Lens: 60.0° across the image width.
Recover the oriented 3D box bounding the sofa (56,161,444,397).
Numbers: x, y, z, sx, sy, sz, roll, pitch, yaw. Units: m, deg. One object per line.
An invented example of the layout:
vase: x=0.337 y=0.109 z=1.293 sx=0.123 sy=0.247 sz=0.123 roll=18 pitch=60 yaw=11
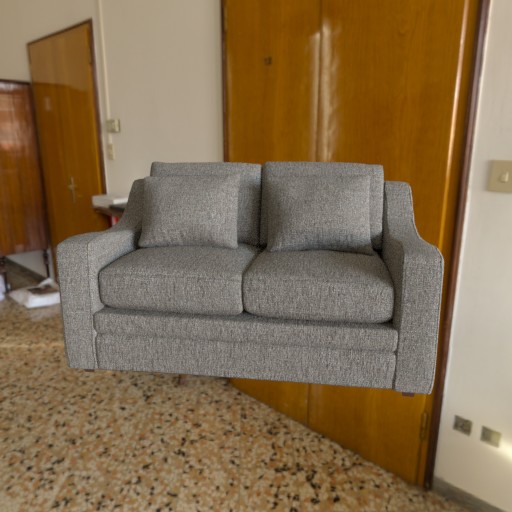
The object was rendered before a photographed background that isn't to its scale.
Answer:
sofa: x=0.000 y=0.000 z=2.441 sx=1.778 sy=0.991 sz=1.120 roll=2 pitch=15 yaw=8
